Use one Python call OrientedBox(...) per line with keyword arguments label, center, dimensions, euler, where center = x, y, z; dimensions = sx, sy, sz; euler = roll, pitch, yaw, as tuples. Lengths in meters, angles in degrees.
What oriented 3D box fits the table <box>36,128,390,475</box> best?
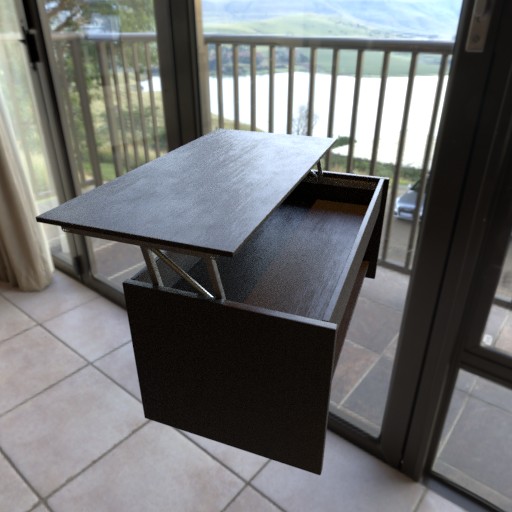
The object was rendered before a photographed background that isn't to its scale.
OrientedBox(label="table", center=(0.000, 0.000, 1.458), dimensions=(0.712, 0.570, 1.000), euler=(10, 30, 18))
